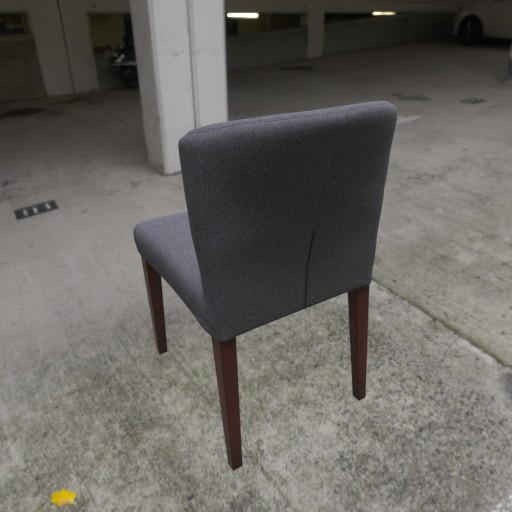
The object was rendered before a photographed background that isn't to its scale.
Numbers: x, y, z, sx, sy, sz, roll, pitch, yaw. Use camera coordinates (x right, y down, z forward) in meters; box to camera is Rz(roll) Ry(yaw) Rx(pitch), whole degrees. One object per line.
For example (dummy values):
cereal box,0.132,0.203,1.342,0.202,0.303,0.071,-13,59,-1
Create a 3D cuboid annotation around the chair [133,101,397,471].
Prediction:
chair,0.000,0.000,1.161,0.491,0.839,0.592,-17,33,-28
